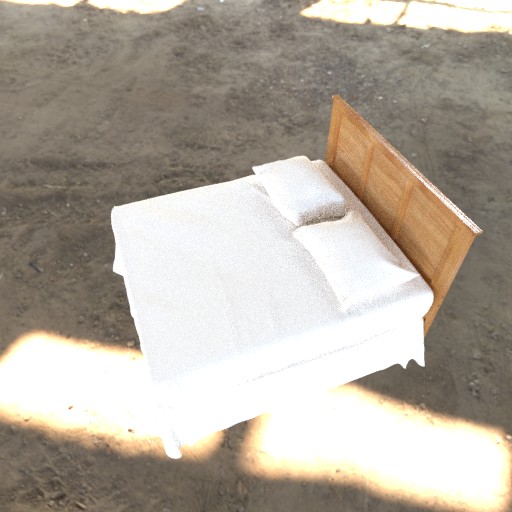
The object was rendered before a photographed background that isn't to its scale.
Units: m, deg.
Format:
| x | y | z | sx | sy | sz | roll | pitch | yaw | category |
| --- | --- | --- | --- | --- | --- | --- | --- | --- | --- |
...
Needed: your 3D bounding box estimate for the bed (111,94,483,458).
| x | y | z | sx | sy | sz | roll | pitch | yaw | category |
| --- | --- | --- | --- | --- | --- | --- | --- | --- | --- |
| 0.000 | 0.000 | 3.139 | 2.035 | 1.273 | 1.870 | -16 | 49 | -14 | bed |
